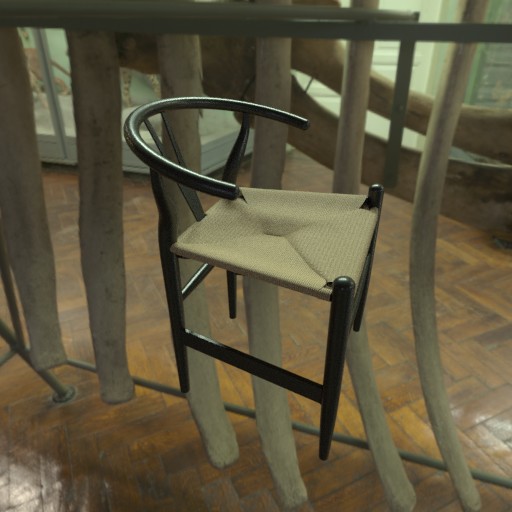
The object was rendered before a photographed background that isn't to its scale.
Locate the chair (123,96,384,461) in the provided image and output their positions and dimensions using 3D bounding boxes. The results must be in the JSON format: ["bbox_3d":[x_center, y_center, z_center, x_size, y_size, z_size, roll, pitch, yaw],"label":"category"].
[{"bbox_3d":[0.000,0.000,1.164,0.570,0.739,0.570,10,32,17],"label":"chair"}]
